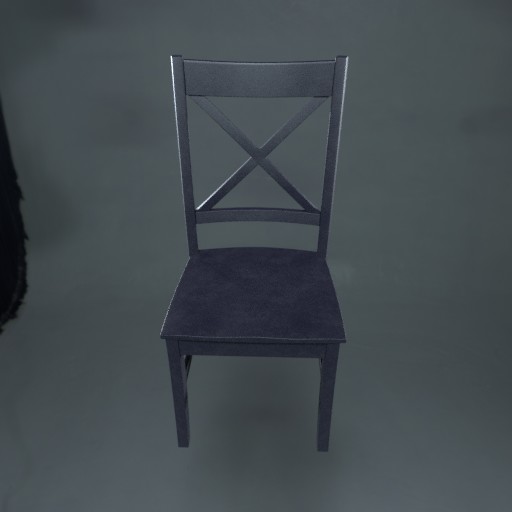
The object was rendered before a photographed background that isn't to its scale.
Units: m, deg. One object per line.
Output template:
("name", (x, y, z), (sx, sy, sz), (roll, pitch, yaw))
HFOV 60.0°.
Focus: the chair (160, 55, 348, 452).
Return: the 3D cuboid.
("chair", (0.000, 0.000, 1.248), (0.485, 0.983, 0.542), (1, 30, 2))
